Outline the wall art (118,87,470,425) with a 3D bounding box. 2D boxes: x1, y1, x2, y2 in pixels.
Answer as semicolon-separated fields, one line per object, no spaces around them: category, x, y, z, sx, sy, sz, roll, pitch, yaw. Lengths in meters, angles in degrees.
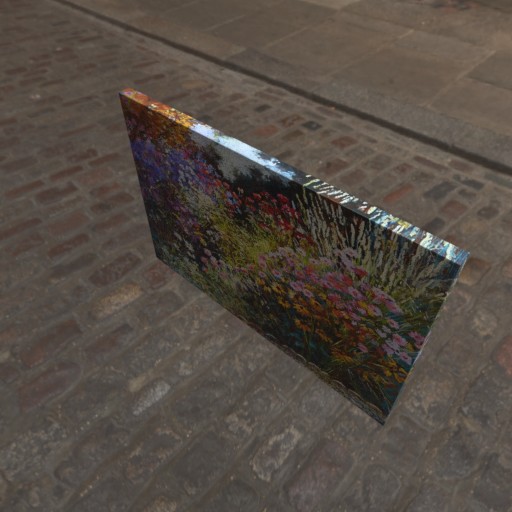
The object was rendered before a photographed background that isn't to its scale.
wall art;0.000;0.000;1.144;0.908;0.604;0.037;33;54;28
